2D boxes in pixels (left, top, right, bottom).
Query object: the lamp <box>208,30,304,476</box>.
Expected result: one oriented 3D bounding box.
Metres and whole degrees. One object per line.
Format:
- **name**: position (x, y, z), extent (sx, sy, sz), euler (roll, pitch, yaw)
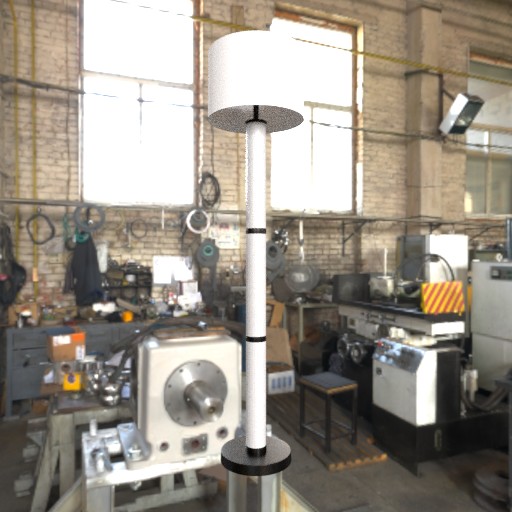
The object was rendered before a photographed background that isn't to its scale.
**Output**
- **lamp**: position (0.000, 0.000, 1.747), extent (0.377, 1.599, 0.377), euler (0, 0, 35)
